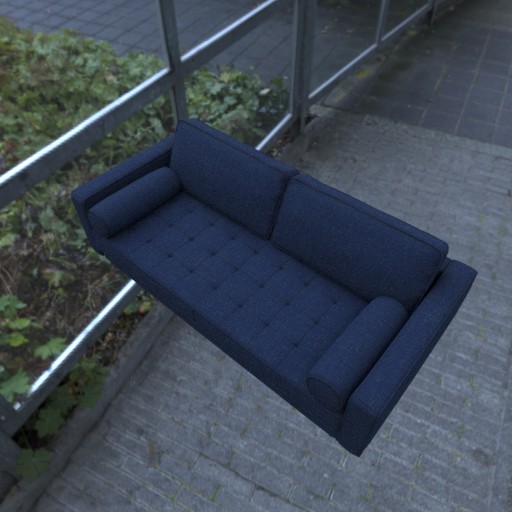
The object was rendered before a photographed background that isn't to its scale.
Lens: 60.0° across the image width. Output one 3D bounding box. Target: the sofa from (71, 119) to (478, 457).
[{"bbox_3d":[0.000,0.000,2.301,1.880,0.762,0.914,32,55,26],"label":"sofa"}]
